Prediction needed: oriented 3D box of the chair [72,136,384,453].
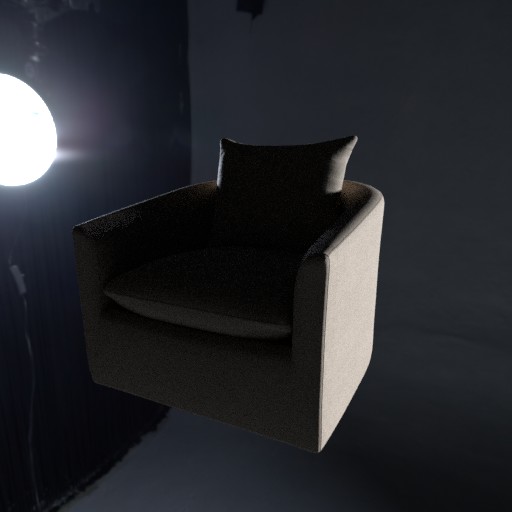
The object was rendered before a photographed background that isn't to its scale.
[{"bbox_3d":[0.000,0.000,1.609,0.845,0.848,0.910,7,15,26],"label":"chair"}]
